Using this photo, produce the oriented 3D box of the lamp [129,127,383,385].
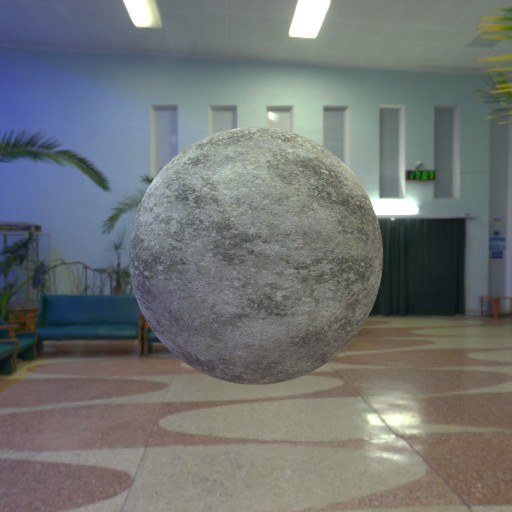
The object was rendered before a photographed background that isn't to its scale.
[{"bbox_3d":[0.000,0.000,0.766,0.422,0.429,0.422,0,1,0],"label":"lamp"}]
